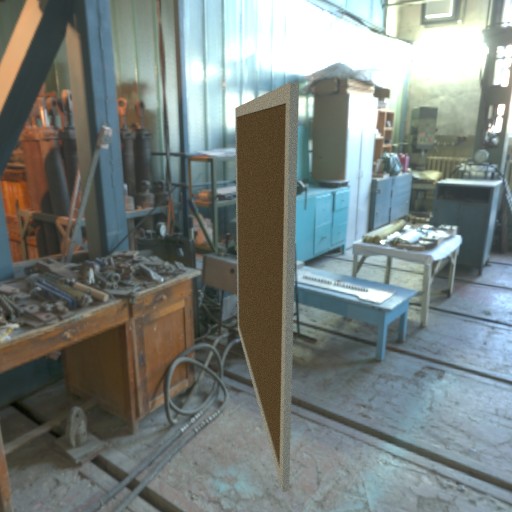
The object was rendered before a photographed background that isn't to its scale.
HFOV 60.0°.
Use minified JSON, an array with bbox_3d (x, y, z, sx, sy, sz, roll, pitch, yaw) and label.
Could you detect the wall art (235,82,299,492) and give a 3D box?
[{"bbox_3d":[0.000,0.000,1.217,0.015,0.812,0.812,-2,16,-9],"label":"wall art"}]
